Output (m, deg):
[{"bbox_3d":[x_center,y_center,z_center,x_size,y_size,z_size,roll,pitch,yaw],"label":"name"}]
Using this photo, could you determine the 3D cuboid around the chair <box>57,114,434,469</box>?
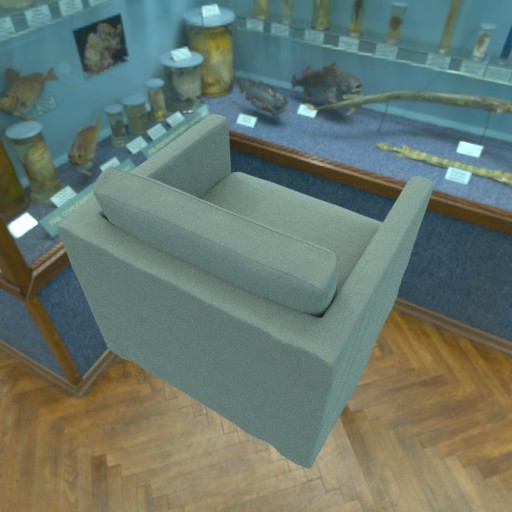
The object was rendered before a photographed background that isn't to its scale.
[{"bbox_3d":[0.000,0.000,1.759,1.057,0.863,0.949,23,50,22],"label":"chair"}]
